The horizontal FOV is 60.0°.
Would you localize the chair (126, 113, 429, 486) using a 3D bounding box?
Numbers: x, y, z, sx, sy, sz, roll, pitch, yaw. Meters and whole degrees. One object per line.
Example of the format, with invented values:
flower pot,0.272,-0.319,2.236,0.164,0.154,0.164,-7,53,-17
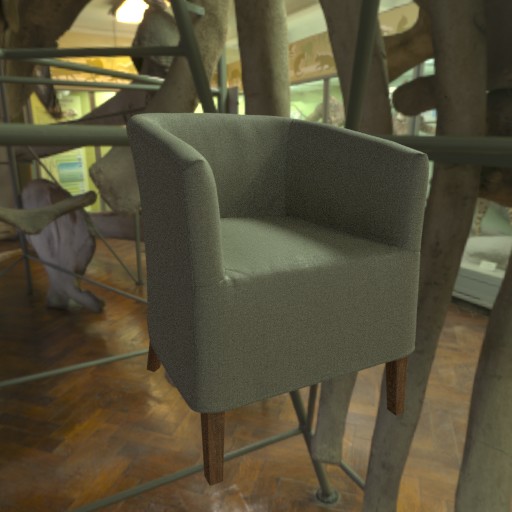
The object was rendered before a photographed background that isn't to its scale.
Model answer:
chair,0.000,0.000,1.215,0.600,0.771,0.668,-8,17,-27
